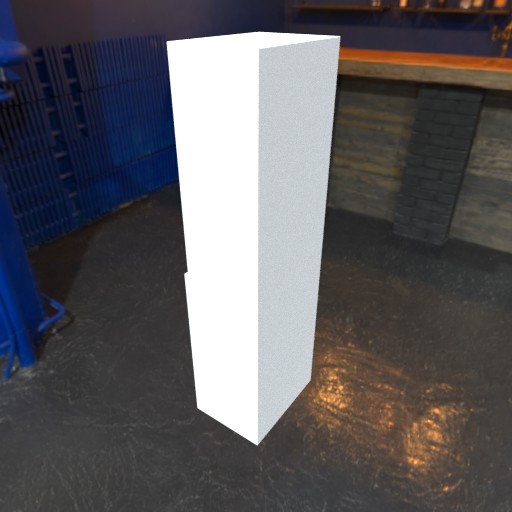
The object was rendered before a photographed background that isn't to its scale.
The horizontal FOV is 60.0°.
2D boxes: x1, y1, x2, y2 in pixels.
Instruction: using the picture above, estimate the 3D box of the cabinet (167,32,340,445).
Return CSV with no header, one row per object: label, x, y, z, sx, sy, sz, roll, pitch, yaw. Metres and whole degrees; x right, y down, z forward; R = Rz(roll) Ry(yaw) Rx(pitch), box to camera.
cabinet,0.000,0.000,1.529,0.300,1.350,0.400,20,36,30
